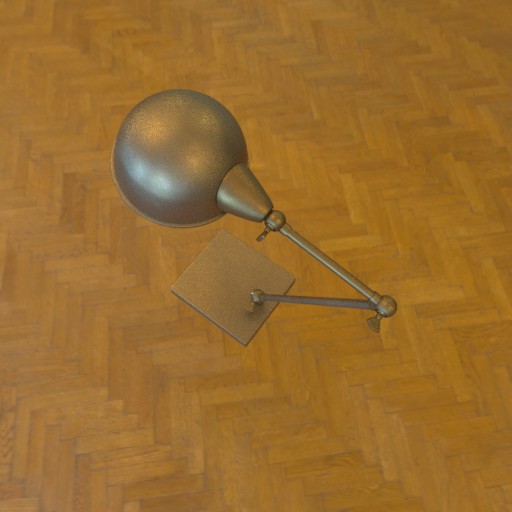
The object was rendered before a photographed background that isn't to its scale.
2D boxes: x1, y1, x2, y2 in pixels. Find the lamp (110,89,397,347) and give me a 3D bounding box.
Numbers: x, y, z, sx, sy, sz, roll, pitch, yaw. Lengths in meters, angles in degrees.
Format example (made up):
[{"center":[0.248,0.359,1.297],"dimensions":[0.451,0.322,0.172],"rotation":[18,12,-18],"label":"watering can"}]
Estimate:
[{"center":[0.000,0.000,0.550],"dimensions":[0.339,0.371,0.149],"rotation":[34,69,15],"label":"lamp"}]
